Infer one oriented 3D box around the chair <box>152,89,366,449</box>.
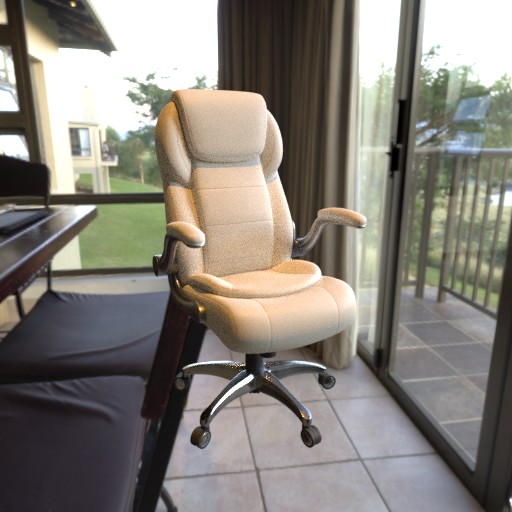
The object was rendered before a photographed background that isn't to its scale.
[{"bbox_3d":[0.000,0.000,1.816,0.755,1.330,0.806,-8,17,-27],"label":"chair"}]
